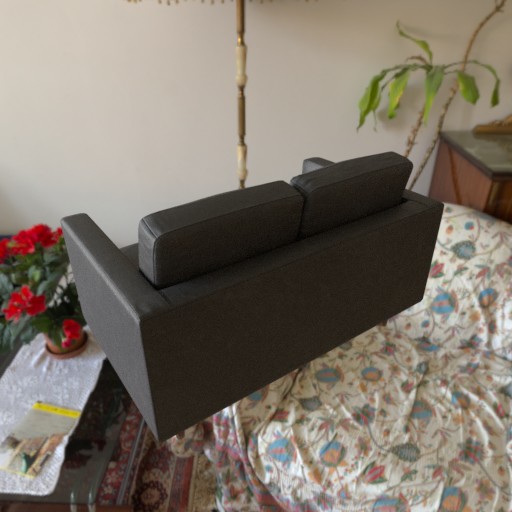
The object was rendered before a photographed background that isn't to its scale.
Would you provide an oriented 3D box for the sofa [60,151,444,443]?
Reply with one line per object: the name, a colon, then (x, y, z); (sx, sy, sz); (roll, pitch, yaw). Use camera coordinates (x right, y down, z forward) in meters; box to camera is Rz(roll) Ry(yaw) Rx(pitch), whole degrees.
sofa: (0.000, 0.000, 2.022); (1.430, 0.899, 0.879); (-20, 36, -30)
